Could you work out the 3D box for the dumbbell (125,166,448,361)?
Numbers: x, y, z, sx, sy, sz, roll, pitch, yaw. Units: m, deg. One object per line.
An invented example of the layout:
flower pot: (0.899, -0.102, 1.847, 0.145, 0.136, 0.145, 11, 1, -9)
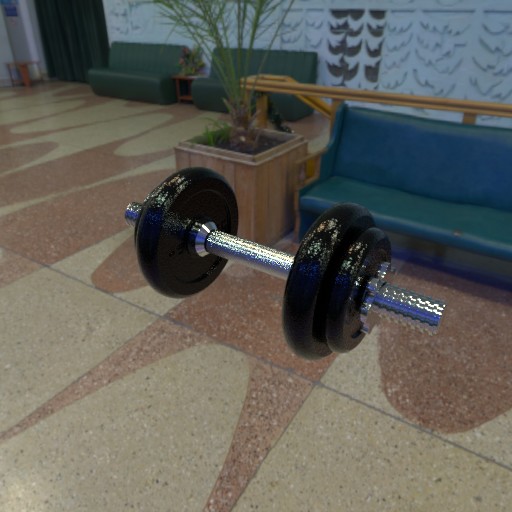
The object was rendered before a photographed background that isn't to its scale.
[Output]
dumbbell: (0.000, 0.000, 0.609, 0.497, 0.202, 0.202, 19, 34, 30)
